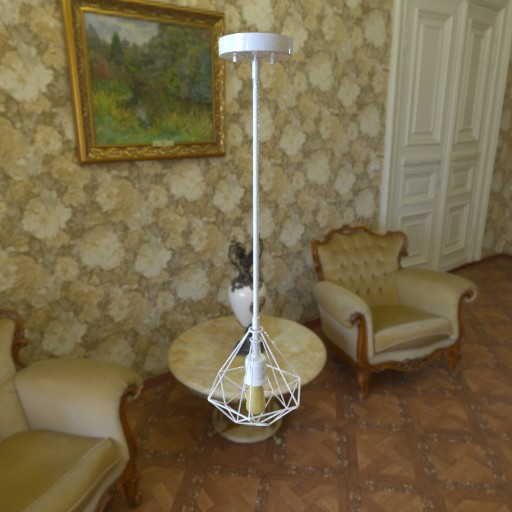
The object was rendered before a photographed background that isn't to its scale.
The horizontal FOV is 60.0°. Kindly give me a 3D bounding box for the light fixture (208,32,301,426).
[{"bbox_3d":[0.000,0.000,1.987,0.431,1.764,0.487,2,16,7],"label":"light fixture"}]
